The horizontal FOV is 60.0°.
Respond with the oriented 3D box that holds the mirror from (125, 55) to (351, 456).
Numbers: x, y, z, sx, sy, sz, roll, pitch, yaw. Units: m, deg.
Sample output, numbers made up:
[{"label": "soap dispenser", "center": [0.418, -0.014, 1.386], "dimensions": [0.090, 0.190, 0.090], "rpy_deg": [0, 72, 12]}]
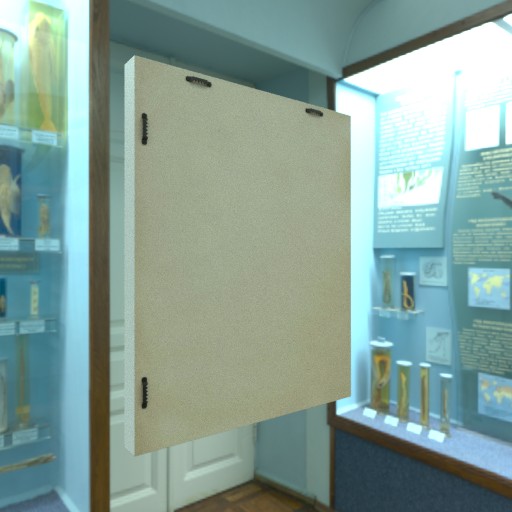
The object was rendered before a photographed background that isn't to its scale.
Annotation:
[{"label": "mirror", "center": [0.000, 0.000, 0.694], "dimensions": [0.406, 0.509, 0.041], "rpy_deg": [0, 0, -36]}]
